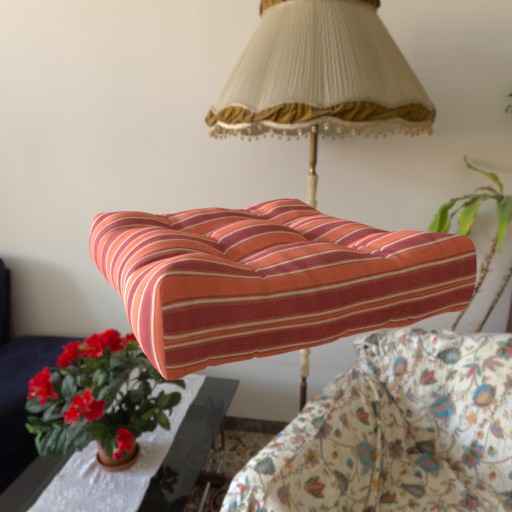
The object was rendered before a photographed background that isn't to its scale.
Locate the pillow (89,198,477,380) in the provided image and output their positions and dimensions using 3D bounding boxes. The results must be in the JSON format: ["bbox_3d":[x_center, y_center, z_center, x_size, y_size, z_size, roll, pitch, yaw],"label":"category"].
[{"bbox_3d":[0.000,0.000,0.720,0.468,0.133,0.490,-7,17,-25],"label":"pillow"}]
